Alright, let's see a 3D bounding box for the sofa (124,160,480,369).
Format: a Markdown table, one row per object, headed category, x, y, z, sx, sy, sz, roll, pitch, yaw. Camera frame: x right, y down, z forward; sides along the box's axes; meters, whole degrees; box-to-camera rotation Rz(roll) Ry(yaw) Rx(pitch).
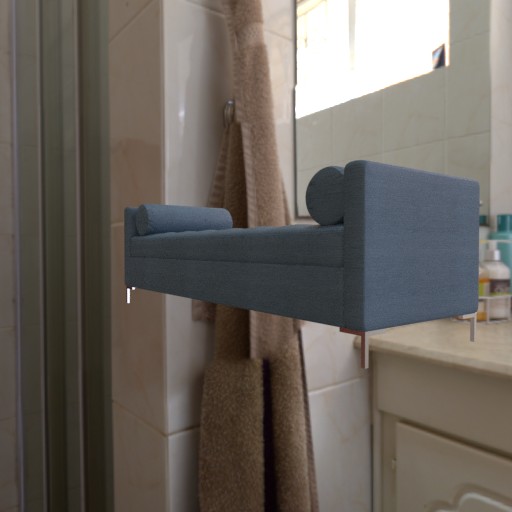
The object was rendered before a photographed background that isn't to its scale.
| category | x | y | z | sx | sy | sz | roll | pitch | yaw |
| --- | --- | --- | --- | --- | --- | --- | --- | --- | --- |
| sofa | 0.000 | 0.000 | 2.297 | 0.686 | 0.635 | 1.981 | -1 | 1 | -37 |
